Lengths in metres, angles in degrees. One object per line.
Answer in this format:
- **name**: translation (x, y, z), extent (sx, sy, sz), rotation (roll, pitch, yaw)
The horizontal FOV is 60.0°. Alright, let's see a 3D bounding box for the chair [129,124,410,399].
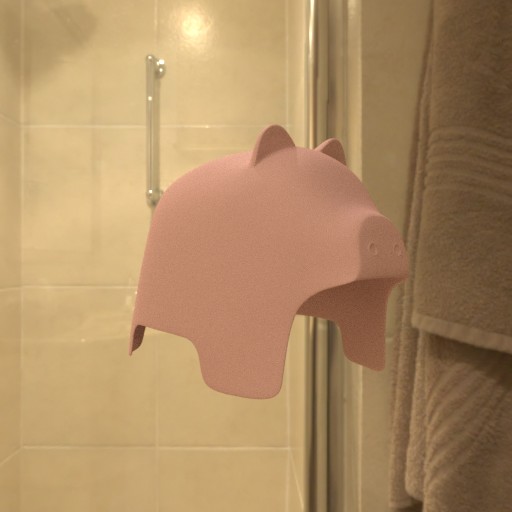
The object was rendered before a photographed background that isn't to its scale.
- **chair**: translation (0.000, 0.000, 0.872), extent (0.364, 0.423, 0.619), rotation (0, -1, -37)
